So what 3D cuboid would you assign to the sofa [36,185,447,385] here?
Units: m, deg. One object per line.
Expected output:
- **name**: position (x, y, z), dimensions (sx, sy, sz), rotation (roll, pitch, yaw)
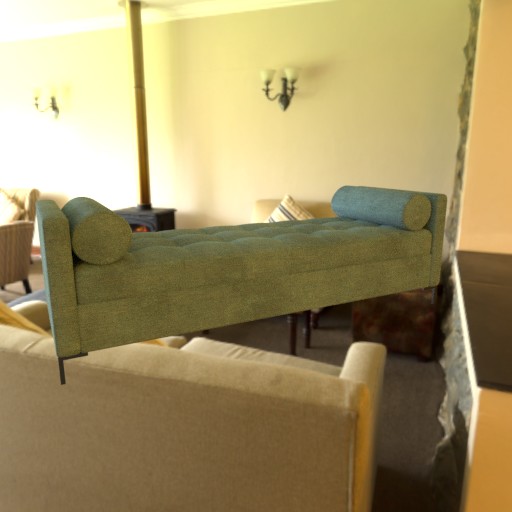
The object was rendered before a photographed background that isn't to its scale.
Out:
- **sofa**: position (0.000, 0.000, 2.294), dimensions (1.981, 0.635, 0.686), rotation (-7, 15, -27)
